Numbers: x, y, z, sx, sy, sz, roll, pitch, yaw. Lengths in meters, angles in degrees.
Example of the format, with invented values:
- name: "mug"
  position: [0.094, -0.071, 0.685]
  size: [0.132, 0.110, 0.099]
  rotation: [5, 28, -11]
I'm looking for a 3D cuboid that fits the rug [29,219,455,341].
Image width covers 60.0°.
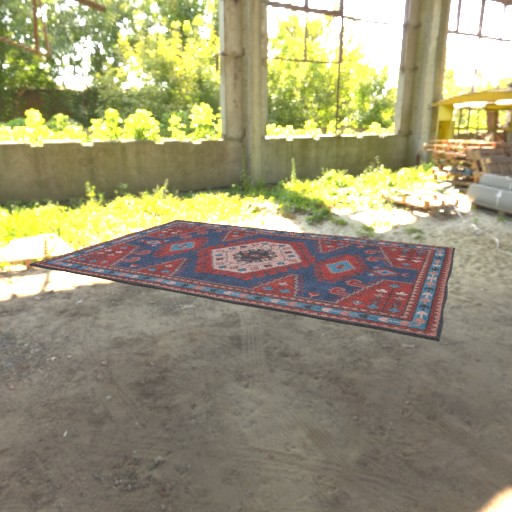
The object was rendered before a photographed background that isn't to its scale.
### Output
- name: "rug"
  position: [0.000, 0.000, 2.251]
  size: [1.820, 0.012, 1.207]
  rotation: [7, 18, 24]
